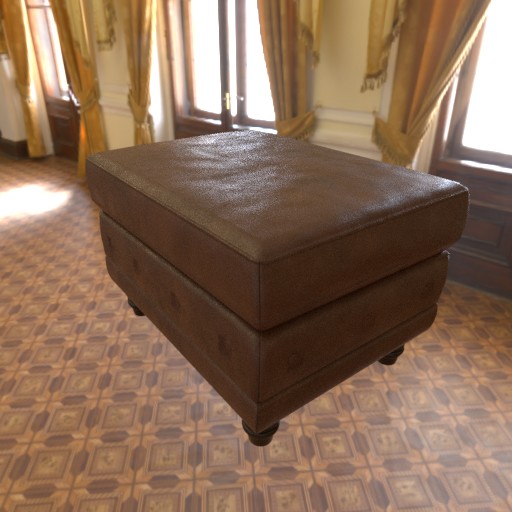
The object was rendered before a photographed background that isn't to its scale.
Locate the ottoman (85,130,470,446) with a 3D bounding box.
[{"bbox_3d":[0.000,0.000,1.169,0.588,0.509,0.795,-19,32,-33],"label":"ottoman"}]
